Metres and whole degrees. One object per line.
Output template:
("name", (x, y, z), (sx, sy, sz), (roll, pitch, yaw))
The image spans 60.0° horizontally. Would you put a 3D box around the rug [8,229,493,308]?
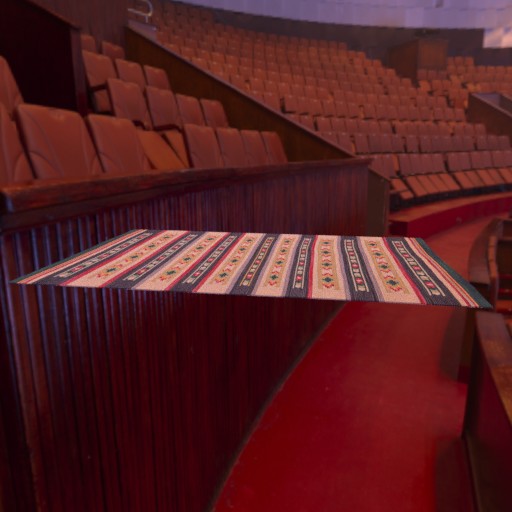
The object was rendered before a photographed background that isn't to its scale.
("rug", (0.000, 0.000, 2.800), (2.311, 0.010, 1.522), (2, 14, 9))
